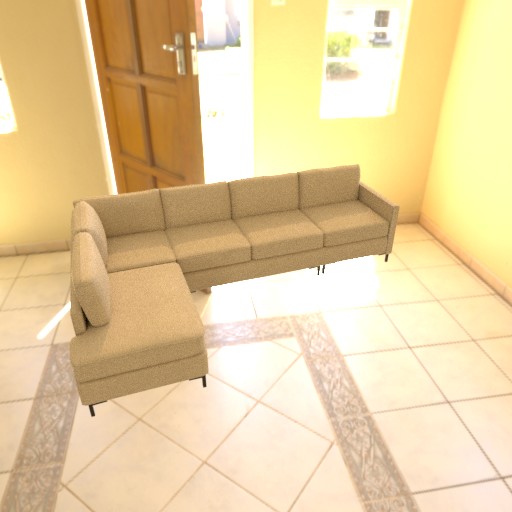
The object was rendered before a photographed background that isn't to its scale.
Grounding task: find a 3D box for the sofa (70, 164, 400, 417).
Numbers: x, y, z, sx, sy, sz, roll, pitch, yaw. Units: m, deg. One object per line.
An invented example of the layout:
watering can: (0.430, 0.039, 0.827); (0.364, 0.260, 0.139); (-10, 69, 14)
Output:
sofa: (0.000, 0.000, 4.303); (3.384, 0.996, 2.048); (-10, 32, -17)
